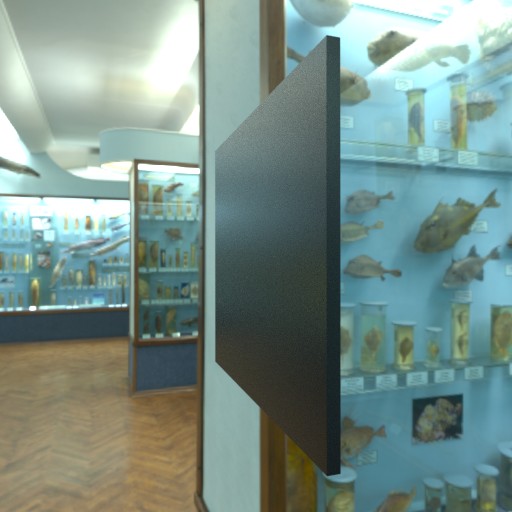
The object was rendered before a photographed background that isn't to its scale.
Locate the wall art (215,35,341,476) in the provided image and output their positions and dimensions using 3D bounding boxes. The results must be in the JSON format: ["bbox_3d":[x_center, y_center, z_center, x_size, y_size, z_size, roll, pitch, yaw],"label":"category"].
[{"bbox_3d":[0.000,0.000,0.516,0.012,0.332,0.383,0,0,-18],"label":"wall art"}]
